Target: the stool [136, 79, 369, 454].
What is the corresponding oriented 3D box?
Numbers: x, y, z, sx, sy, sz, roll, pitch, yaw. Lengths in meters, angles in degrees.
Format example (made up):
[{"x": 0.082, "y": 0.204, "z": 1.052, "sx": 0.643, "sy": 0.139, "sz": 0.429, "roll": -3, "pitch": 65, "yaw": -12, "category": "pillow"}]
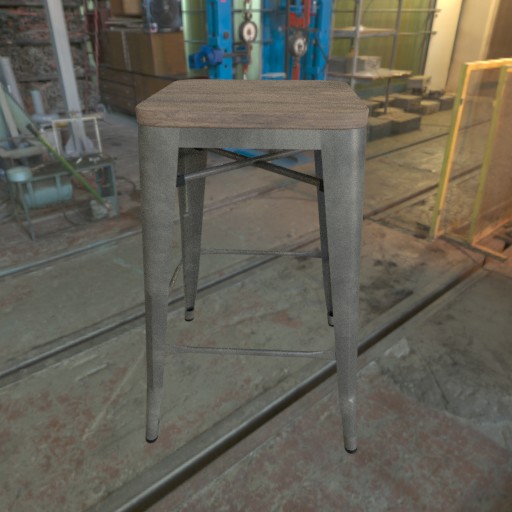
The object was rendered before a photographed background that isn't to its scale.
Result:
[{"x": 0.000, "y": 0.000, "z": 0.869, "sx": 0.407, "sy": 0.607, "sz": 0.407, "roll": 2, "pitch": 29, "yaw": 3, "category": "stool"}]
